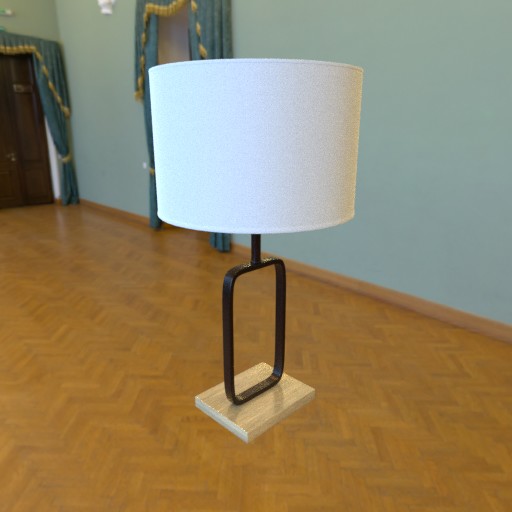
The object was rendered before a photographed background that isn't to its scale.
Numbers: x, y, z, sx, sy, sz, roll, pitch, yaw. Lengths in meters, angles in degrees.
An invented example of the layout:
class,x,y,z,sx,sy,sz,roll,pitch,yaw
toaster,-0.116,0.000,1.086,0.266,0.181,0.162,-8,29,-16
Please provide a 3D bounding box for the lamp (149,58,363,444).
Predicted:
class,x,y,z,sx,sy,sz,roll,pitch,yaw
lamp,0.000,0.000,0.662,0.279,0.508,0.279,-16,23,-42
